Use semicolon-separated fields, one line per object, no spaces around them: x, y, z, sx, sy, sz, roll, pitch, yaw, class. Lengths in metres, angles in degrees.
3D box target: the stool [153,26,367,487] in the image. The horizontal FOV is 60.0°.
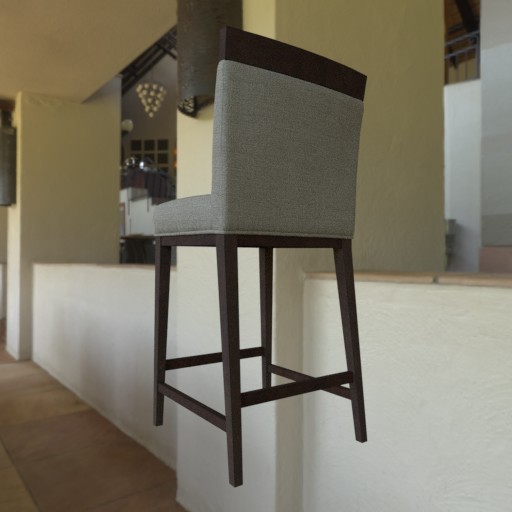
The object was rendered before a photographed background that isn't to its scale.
0.000;0.000;1.402;0.511;1.117;0.531;0;-1;-35;stool
